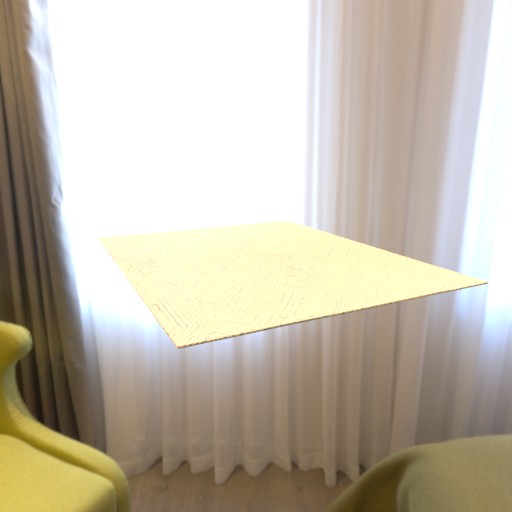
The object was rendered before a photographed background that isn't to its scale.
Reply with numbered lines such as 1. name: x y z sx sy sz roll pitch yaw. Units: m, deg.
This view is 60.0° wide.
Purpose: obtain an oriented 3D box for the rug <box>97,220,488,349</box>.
1. rug: 0.000 0.000 4.178 2.457 0.015 3.049 -7 16 -26
